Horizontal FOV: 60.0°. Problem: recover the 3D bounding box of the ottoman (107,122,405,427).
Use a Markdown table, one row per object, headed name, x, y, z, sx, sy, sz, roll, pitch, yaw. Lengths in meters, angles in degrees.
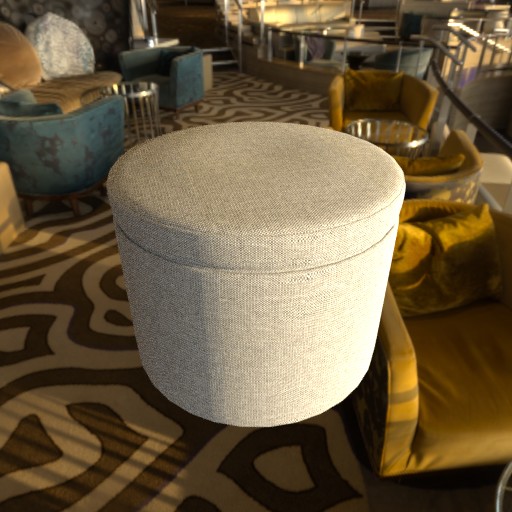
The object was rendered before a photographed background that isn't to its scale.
| name | x | y | z | sx | sy | sz | roll | pitch | yaw |
| --- | --- | --- | --- | --- | --- | --- | --- | --- | --- |
| ottoman | 0.000 | 0.000 | 0.865 | 0.500 | 0.419 | 0.500 | 0 | 33 | 0 |
